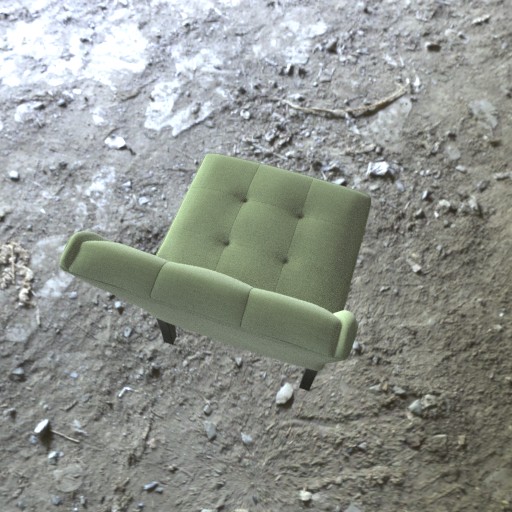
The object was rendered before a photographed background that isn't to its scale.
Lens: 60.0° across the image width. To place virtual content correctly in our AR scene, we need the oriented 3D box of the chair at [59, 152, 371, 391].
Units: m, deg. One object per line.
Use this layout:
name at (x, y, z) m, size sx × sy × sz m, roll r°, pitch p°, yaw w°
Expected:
chair at (0.000, 0.000, 1.284) m, size 0.569 × 0.853 × 0.676 m, roll 17°, pitch 64°, yaw 8°
